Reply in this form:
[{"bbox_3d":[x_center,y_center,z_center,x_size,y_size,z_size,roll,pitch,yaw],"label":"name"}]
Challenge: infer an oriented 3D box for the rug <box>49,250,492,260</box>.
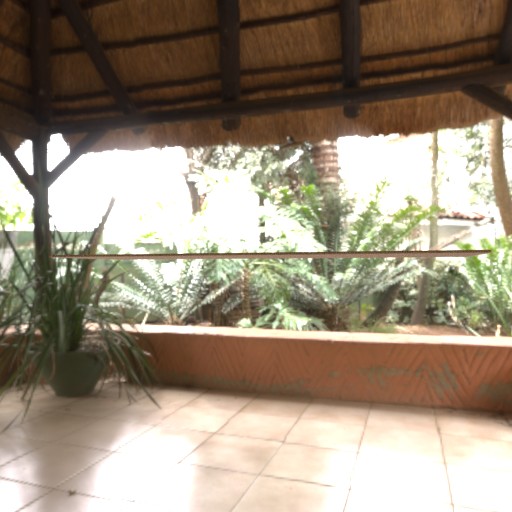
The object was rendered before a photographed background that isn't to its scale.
[{"bbox_3d":[0.000,0.000,2.503,2.276,0.014,0.678,-1,-2,18],"label":"rug"}]
